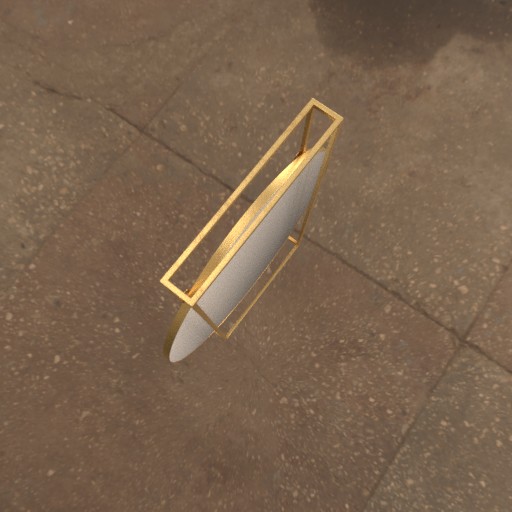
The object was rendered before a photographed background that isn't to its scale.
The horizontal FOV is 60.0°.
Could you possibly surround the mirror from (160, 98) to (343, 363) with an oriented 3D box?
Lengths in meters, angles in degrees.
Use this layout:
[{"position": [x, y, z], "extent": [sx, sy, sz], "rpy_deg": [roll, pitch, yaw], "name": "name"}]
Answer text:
[{"position": [0.000, 0.000, 0.849], "extent": [0.051, 0.603, 0.508], "rpy_deg": [37, 78, 9], "name": "mirror"}]
